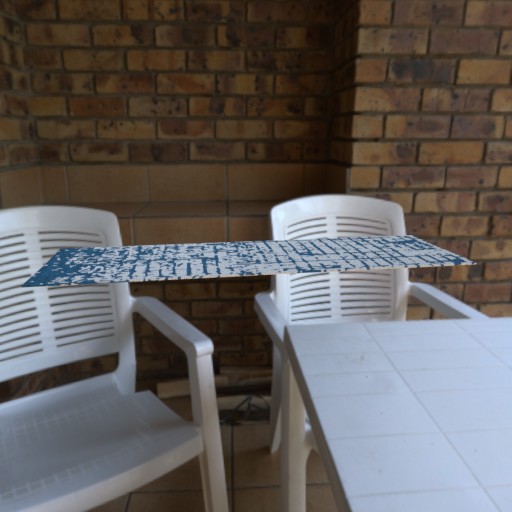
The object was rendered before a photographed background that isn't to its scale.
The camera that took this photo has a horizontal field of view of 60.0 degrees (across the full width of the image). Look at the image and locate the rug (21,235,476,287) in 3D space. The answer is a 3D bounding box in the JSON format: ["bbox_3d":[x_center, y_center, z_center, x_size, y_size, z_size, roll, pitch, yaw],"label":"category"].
[{"bbox_3d":[0.000,0.000,2.697,2.435,0.011,0.750,-3,15,-9],"label":"rug"}]
